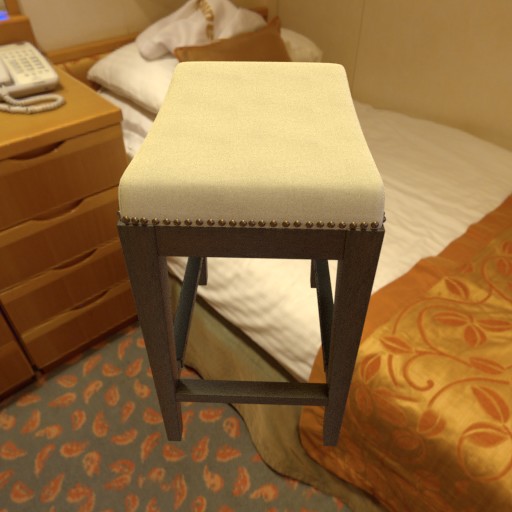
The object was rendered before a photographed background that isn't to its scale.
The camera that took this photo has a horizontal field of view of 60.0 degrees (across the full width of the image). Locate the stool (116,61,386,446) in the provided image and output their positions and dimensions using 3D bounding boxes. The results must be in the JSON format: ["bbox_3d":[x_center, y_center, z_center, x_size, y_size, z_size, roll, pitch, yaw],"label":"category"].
[{"bbox_3d":[0.000,0.000,0.925,0.361,0.642,0.500,1,41,1],"label":"stool"}]
